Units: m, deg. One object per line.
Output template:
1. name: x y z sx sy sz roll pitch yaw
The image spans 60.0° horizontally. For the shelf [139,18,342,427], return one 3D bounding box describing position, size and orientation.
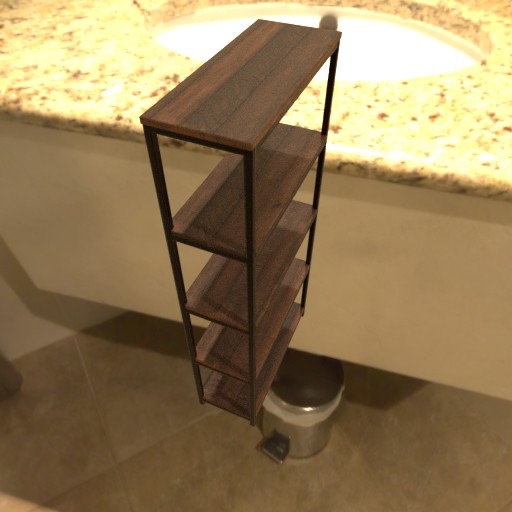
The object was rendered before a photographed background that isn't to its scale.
1. shelf: 0.000 0.000 2.185 0.359 1.860 0.874 18 49 16
